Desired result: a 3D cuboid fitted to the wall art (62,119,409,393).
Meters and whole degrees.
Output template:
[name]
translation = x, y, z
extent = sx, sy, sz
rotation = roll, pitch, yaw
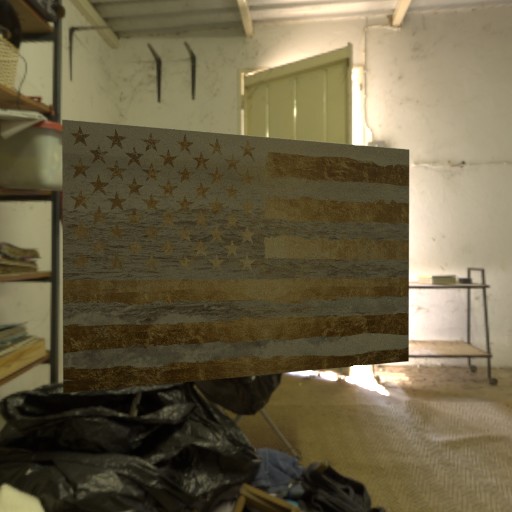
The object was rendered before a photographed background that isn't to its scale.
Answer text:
[wall art]
translation = 0.000, 0.000, 1.431
extent = 1.145, 0.762, 0.041
rotation = 0, 0, -18
